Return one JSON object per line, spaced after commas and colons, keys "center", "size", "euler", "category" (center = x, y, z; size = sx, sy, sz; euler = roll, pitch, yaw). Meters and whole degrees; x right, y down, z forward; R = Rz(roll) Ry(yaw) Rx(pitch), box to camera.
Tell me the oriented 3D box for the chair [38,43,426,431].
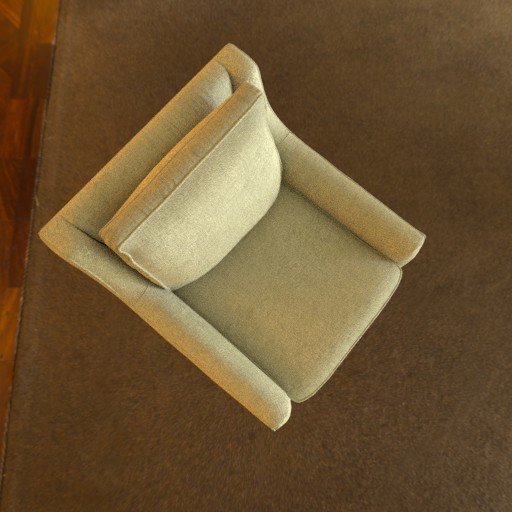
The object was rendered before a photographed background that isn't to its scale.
{"center": [0.000, 0.000, 1.565], "size": [0.918, 0.864, 0.838], "euler": [39, 79, 9], "category": "chair"}
